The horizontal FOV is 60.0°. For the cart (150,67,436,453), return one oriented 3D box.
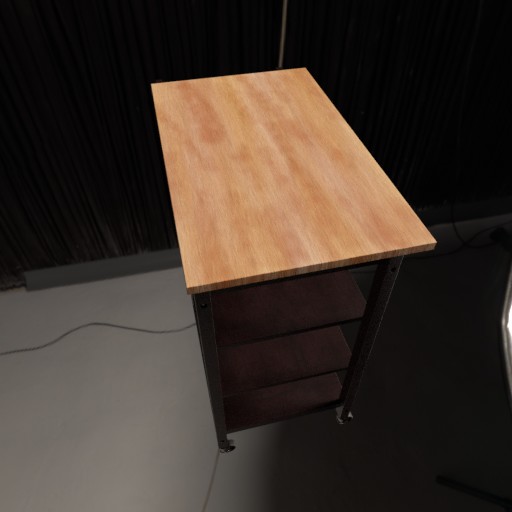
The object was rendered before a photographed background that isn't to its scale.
[{"bbox_3d":[0.000,0.000,1.412,0.472,0.878,0.914,-10,47,-9],"label":"cart"}]
